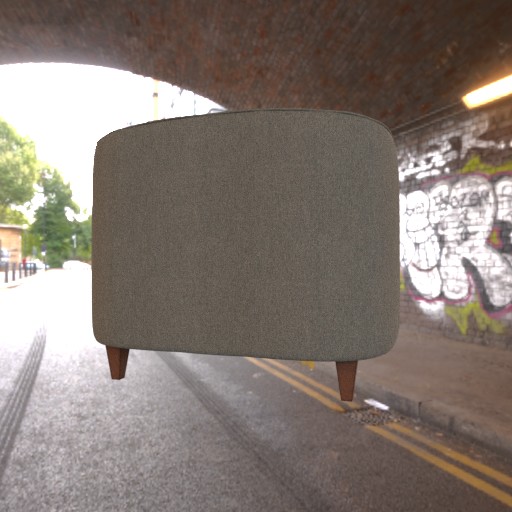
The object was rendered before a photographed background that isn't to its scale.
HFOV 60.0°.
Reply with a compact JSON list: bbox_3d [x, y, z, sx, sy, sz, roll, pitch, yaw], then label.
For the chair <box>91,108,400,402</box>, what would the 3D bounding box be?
[{"bbox_3d":[0.000,0.000,1.760,1.094,0.852,0.945,0,0,17],"label":"chair"}]
